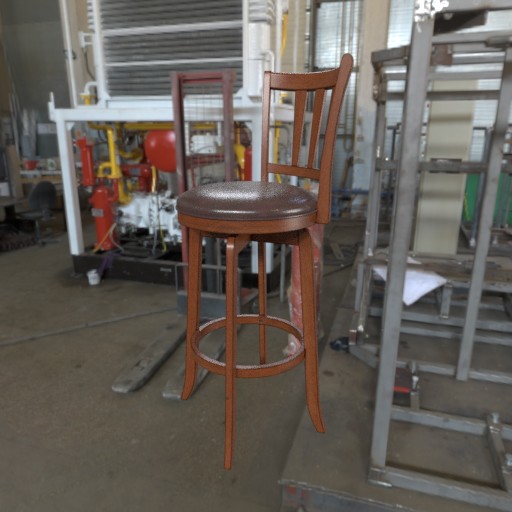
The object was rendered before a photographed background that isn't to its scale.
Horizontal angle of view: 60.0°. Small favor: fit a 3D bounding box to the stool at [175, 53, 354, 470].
[{"bbox_3d":[0.000,0.000,1.442,0.503,1.177,0.464,-9,18,-27],"label":"stool"}]
